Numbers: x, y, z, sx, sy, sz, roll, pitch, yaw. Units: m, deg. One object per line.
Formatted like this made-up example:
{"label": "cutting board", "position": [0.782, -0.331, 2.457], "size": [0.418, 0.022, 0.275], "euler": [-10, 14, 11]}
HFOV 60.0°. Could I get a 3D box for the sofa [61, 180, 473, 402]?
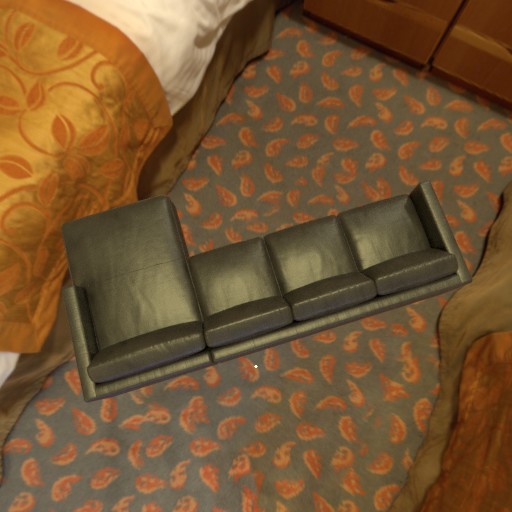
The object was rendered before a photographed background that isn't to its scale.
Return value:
{"label": "sofa", "position": [0.000, 0.000, 3.933], "size": [3.203, 0.883, 1.581], "euler": [-16, 77, -4]}
